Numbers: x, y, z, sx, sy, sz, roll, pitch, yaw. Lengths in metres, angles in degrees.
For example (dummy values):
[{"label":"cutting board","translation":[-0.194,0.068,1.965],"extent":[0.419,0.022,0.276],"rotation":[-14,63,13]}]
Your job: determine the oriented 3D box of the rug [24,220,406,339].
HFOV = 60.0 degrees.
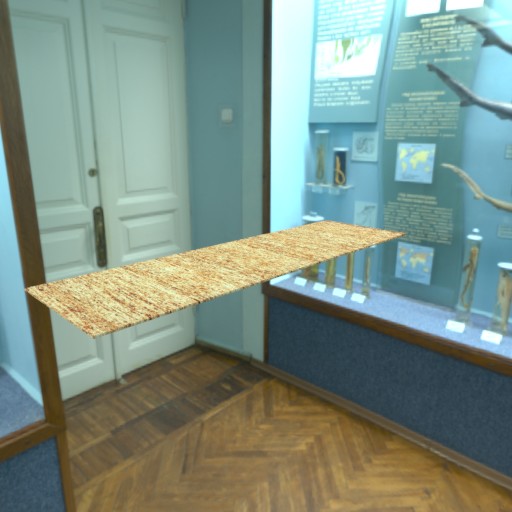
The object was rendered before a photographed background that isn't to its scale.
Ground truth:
[{"label":"rug","translation":[0.000,0.000,2.500],"extent":[2.237,0.014,0.680],"rotation":[-15,22,-43]}]
